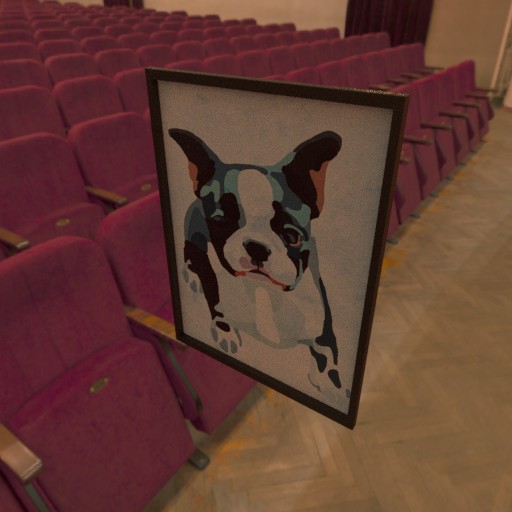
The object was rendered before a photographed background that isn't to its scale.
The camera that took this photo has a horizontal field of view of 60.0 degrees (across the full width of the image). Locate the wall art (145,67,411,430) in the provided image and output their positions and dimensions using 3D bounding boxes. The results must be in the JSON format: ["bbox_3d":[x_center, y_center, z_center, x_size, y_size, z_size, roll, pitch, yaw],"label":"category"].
[{"bbox_3d":[0.000,0.000,1.370,0.774,1.027,0.030,19,35,30],"label":"wall art"}]
